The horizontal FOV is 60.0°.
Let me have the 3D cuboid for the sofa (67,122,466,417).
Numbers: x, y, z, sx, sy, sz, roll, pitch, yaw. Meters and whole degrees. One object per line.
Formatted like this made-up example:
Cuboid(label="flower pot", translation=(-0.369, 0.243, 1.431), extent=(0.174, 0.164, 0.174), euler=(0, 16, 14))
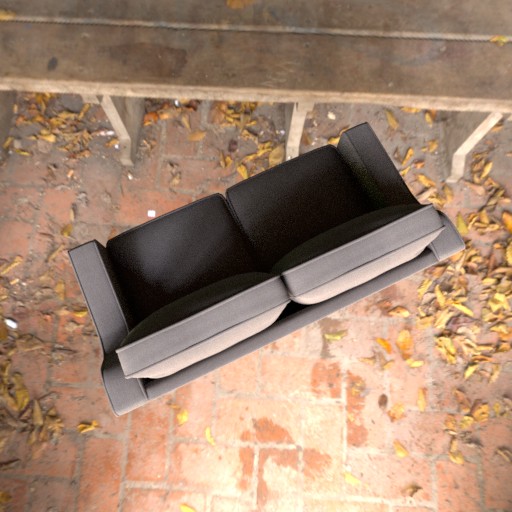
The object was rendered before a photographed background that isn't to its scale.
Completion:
Cuboid(label="sofa", translation=(0.000, 0.000, 2.026), extent=(1.500, 0.948, 0.791), euler=(-25, 76, -6))
